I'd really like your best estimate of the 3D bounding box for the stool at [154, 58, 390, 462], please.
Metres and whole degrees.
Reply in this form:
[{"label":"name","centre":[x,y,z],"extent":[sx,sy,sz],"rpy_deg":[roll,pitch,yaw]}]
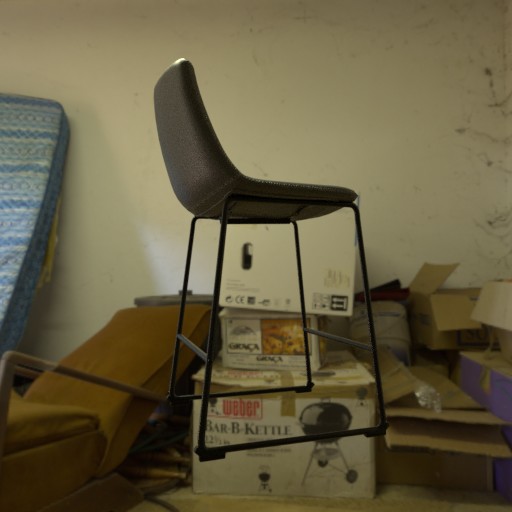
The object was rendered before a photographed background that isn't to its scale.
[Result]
[{"label":"stool","centre":[0.000,0.000,1.198],"extent":[0.546,0.876,0.470],"rpy_deg":[1,-2,-19]}]
